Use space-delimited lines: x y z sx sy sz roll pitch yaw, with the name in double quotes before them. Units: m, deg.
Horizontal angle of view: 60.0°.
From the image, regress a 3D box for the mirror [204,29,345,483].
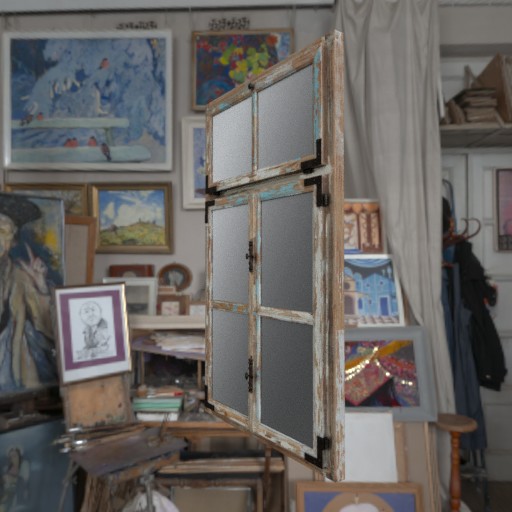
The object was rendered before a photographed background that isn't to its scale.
"mirror" 0.000 0.000 1.469 0.083 1.213 0.707 1 -1 -36
